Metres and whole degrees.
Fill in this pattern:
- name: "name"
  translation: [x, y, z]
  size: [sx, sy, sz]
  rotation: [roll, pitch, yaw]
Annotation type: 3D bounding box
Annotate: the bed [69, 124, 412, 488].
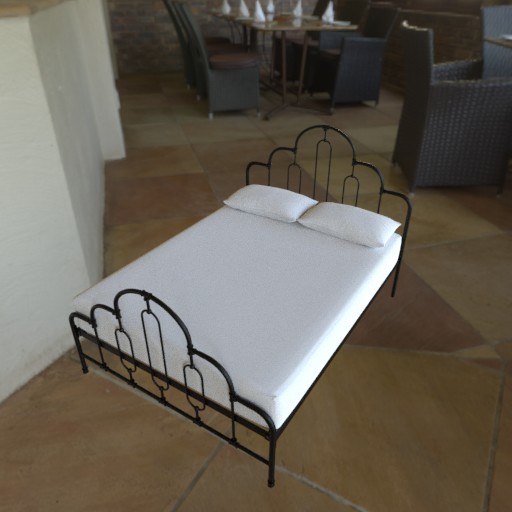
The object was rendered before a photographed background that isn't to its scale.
- name: "bed"
  translation: [0.000, 0.000, 3.275]
  size: [1.626, 1.444, 2.181]
  rotation: [19, 36, 28]
